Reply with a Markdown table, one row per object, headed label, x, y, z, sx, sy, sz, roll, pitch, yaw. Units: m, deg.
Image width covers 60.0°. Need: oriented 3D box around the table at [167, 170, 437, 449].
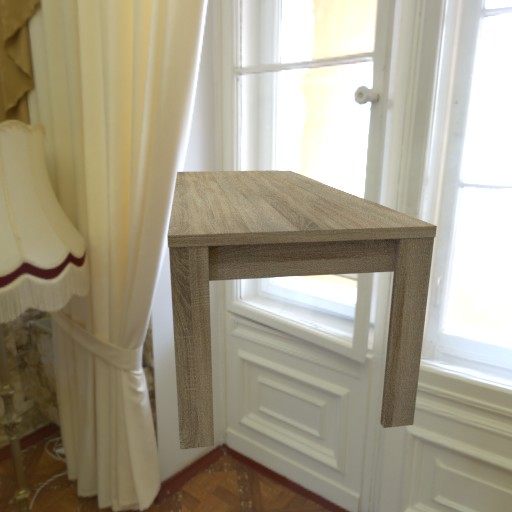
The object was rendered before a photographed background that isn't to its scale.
| label | x | y | z | sx | sy | sz | roll | pitch | yaw |
| --- | --- | --- | --- | --- | --- | --- | --- | --- | --- |
| table | 0.000 | 0.000 | 2.592 | 0.900 | 0.790 | 2.200 | -2 | 16 | -9 |
